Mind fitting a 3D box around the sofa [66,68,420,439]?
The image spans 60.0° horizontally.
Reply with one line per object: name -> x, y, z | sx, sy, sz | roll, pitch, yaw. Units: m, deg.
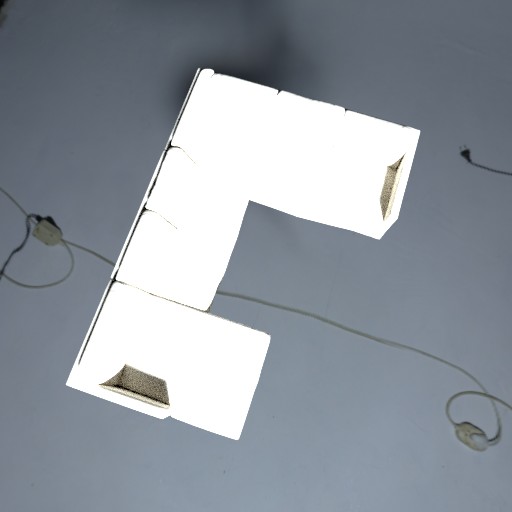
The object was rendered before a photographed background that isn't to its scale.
sofa -> 0.000, 0.000, 4.456 | 2.448, 0.882, 3.464 | 17, 76, 4
